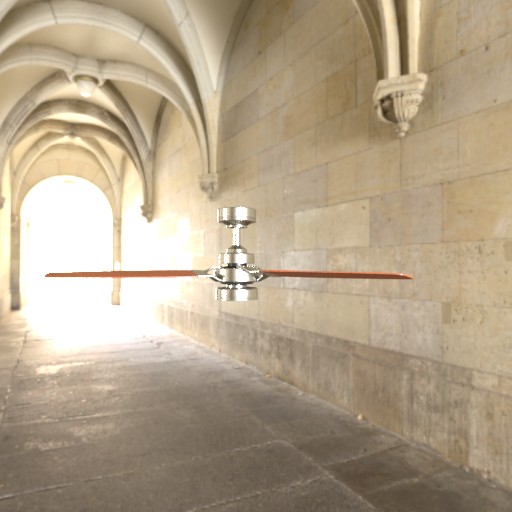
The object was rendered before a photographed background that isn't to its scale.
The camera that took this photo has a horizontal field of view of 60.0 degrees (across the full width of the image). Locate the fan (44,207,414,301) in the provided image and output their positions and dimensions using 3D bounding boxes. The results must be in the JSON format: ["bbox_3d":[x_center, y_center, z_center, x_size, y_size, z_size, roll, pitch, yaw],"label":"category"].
[{"bbox_3d":[0.000,0.000,2.111,1.416,0.410,1.271,-1,-2,20],"label":"fan"}]
